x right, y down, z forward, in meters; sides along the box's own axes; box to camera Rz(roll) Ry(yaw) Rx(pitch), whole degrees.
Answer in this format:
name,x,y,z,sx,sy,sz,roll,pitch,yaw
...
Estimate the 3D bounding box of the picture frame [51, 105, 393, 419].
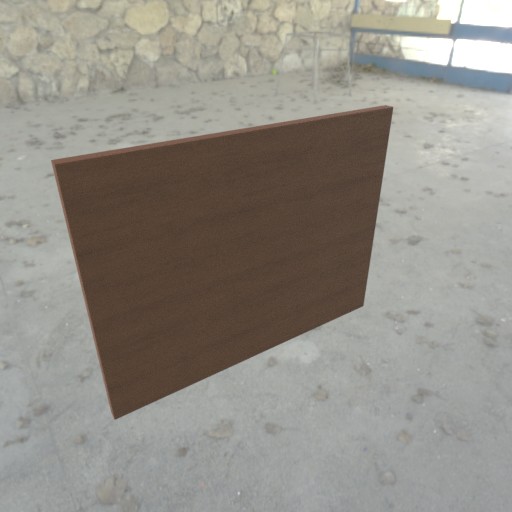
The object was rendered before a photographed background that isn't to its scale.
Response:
name,x,y,z,sx,sy,sz,roll,pitch,yaw
picture frame,0.000,0.000,1.781,1.329,1.018,0.045,-18,35,-28
